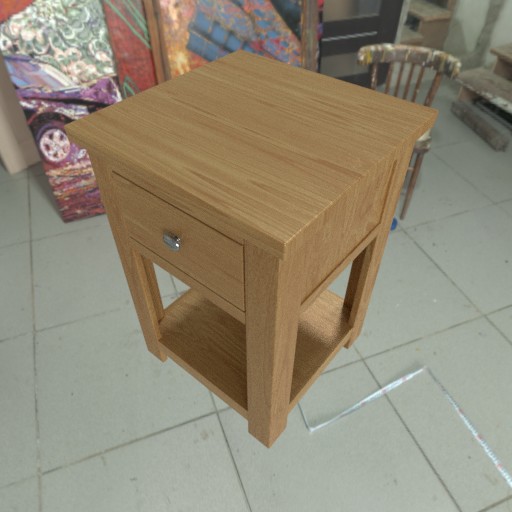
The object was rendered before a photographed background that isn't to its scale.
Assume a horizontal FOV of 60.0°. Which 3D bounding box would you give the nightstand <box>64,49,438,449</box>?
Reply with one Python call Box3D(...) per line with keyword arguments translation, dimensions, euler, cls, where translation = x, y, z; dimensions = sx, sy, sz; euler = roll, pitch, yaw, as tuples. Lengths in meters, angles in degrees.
Box3D(translation=(0.000, 0.000, 0.916), dimensions=(0.428, 0.614, 0.418), euler=(30, 52, 27), cls="nightstand")
